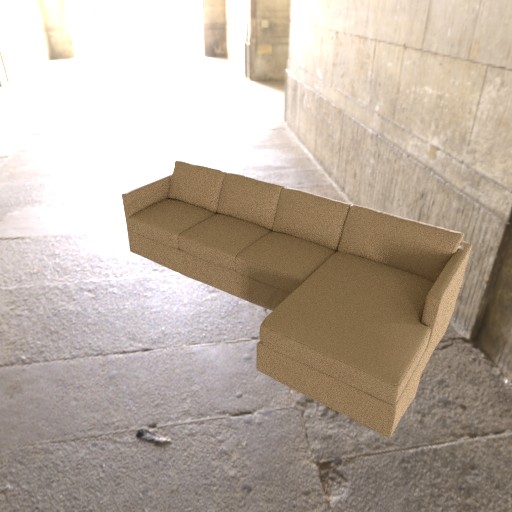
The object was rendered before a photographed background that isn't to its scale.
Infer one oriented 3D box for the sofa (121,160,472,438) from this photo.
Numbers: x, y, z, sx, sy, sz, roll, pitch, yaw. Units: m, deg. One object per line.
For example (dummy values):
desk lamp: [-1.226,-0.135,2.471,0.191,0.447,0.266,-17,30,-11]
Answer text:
sofa: [0.000,0.000,3.906,3.206,0.871,1.622,19,36,30]
